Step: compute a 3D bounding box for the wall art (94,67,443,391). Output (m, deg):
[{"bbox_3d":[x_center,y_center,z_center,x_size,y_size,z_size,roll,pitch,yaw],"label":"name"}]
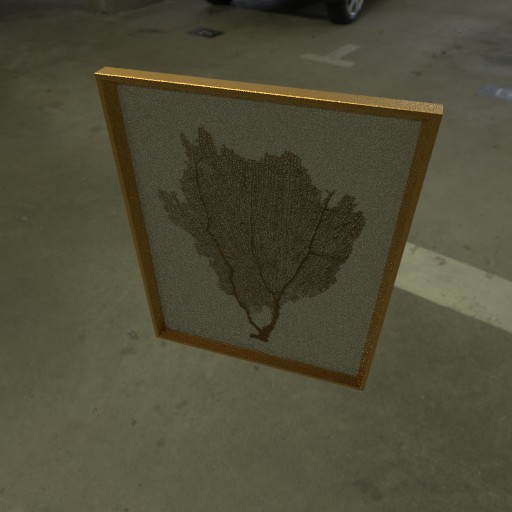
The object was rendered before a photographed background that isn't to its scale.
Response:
[{"bbox_3d":[0.000,0.000,1.008,0.610,0.762,0.038,12,42,13],"label":"wall art"}]
